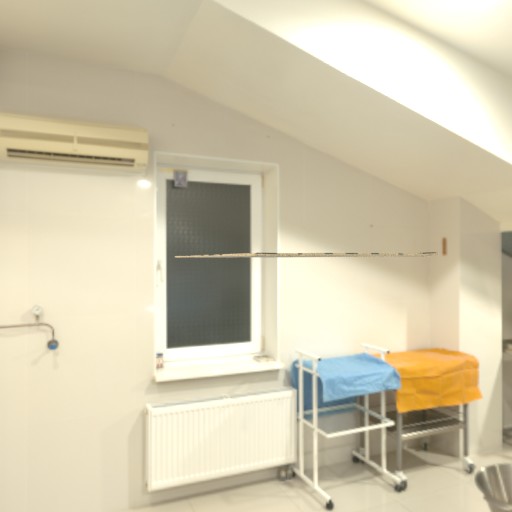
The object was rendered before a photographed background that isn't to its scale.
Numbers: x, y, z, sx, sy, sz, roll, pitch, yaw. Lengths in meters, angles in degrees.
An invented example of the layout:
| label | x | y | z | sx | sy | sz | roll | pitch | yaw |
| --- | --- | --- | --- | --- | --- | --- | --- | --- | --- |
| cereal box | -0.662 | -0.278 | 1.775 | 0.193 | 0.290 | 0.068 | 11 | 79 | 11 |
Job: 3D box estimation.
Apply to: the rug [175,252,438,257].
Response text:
| label | x | y | z | sx | sy | sz | roll | pitch | yaw |
| --- | --- | --- | --- | --- | --- | --- | --- | --- | --- |
| rug | 0.000 | 0.000 | 2.595 | 0.692 | 0.017 | 2.301 | 0 | 0 | -17 |
